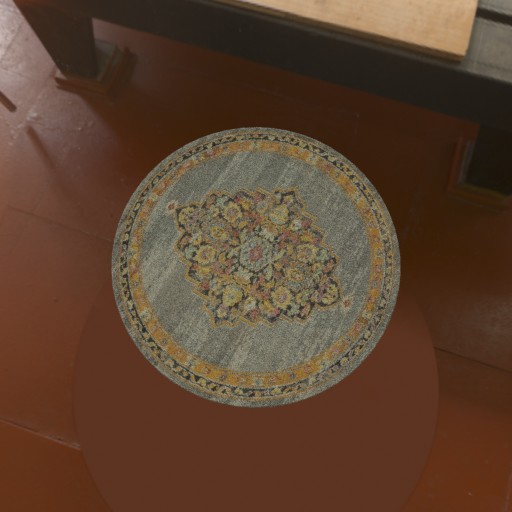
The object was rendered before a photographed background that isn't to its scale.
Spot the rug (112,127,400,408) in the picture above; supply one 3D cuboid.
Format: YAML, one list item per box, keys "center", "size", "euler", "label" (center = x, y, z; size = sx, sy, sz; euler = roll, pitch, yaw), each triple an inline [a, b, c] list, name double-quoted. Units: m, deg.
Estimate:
- center: [0.000, 0.000, 2.461]
  size: [1.598, 0.010, 1.598]
  euler: [0, 75, 0]
  label: "rug"
